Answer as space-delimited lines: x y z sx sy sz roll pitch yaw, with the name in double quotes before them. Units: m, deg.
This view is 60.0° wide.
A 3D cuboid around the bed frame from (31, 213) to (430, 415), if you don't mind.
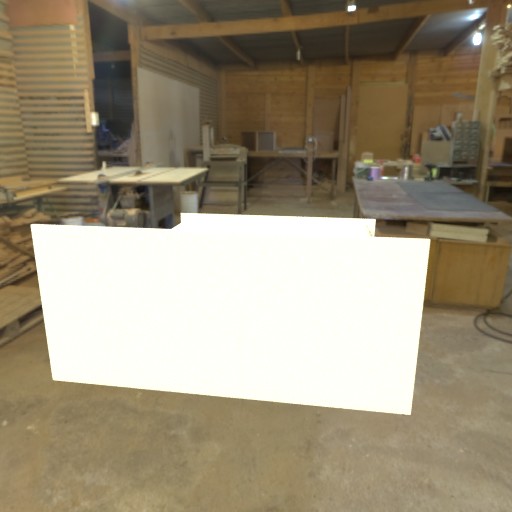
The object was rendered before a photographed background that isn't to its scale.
"bed frame" 0.000 0.000 2.951 1.720 0.800 2.060 3 16 9
